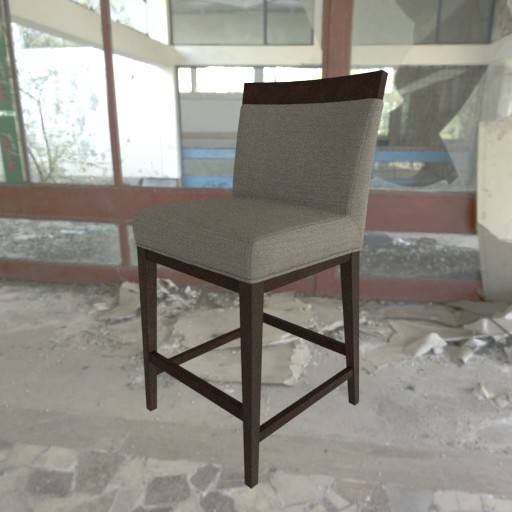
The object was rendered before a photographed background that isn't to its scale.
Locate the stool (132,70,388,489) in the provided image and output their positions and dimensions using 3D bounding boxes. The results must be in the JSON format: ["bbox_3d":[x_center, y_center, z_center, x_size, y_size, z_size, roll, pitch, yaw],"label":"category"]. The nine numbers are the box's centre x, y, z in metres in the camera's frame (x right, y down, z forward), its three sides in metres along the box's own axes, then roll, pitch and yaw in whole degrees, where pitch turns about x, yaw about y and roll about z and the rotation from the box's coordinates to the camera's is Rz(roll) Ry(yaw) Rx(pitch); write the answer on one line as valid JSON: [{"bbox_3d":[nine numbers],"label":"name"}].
[{"bbox_3d":[0.000,0.000,1.301,0.512,1.009,0.531,15,22,42],"label":"stool"}]
